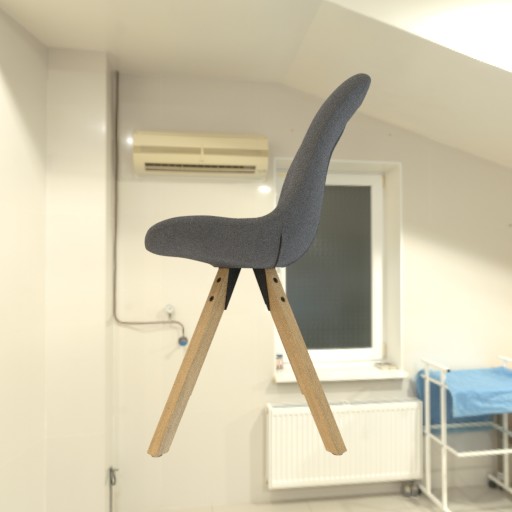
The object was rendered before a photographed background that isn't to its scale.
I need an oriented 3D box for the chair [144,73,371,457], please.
[{"bbox_3d":[0.000,0.000,1.157,0.550,0.850,0.485,0,-1,-1],"label":"chair"}]
